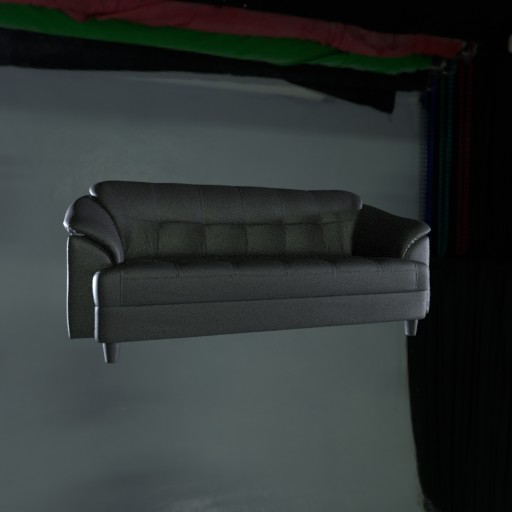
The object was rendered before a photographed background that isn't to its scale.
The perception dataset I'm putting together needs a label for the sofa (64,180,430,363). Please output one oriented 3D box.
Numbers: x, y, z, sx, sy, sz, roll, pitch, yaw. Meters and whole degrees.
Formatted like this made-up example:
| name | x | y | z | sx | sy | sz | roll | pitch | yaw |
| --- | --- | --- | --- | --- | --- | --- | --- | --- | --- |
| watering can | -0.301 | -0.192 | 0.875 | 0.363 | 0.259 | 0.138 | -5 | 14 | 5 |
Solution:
| name | x | y | z | sx | sy | sz | roll | pitch | yaw |
| --- | --- | --- | --- | --- | --- | --- | --- | --- | --- |
| sofa | 0.000 | 0.000 | 2.313 | 1.829 | 0.811 | 0.800 | -1 | 2 | -20 |
